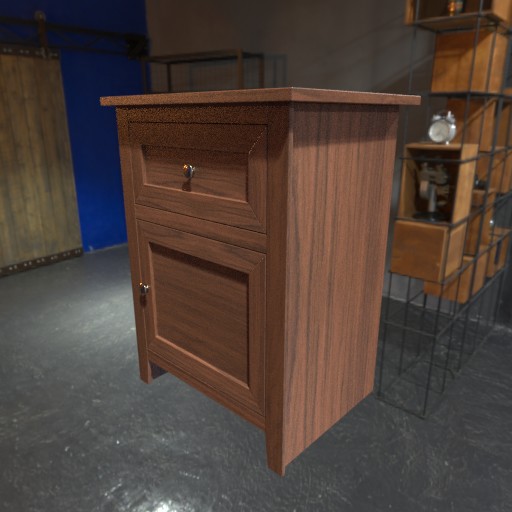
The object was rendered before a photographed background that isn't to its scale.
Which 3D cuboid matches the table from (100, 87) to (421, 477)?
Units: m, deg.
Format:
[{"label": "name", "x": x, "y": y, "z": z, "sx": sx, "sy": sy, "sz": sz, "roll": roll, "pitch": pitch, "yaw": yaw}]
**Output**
[{"label": "table", "x": 0.000, "y": 0.000, "z": 0.940, "sx": 0.480, "sy": 0.636, "sz": 0.381, "roll": 16, "pitch": 24, "yaw": 41}]
